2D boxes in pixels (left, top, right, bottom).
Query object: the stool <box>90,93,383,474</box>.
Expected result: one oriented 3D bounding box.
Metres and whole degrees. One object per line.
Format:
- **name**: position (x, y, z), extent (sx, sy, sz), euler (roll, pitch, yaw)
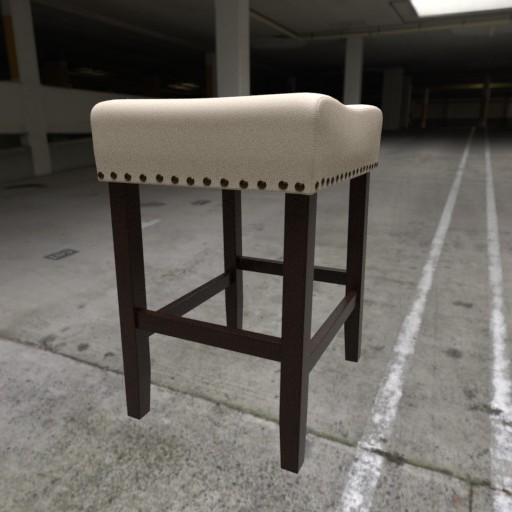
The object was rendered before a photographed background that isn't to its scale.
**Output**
- **stool**: position (0.000, 0.000, 0.931), extent (0.401, 0.609, 0.471), euler (7, 18, 25)
